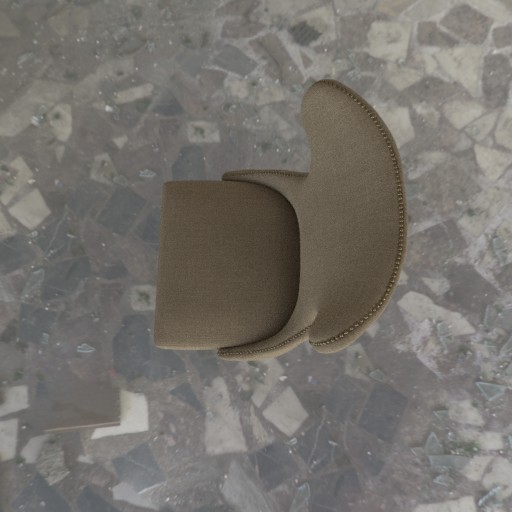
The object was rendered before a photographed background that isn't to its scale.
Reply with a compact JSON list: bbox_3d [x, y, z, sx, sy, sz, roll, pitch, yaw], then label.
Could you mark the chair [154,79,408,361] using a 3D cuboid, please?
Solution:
[{"bbox_3d":[0.000,0.000,1.369,0.635,0.967,0.628,0,76,0],"label":"chair"}]
